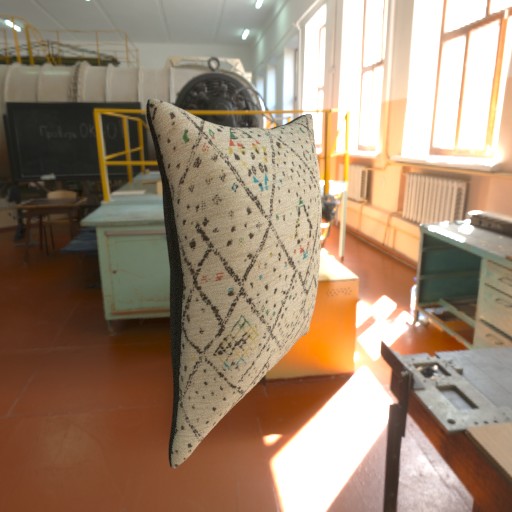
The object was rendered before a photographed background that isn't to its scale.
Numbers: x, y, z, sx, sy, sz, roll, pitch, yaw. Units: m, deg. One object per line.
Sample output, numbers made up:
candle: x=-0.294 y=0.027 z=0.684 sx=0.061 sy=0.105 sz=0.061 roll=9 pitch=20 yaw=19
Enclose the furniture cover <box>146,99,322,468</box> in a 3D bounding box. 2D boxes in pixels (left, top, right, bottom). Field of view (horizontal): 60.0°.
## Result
furniture cover: x=0.000 y=0.000 z=0.777 sx=0.180 sy=0.498 sz=0.525 roll=8 pitch=17 yaw=26
